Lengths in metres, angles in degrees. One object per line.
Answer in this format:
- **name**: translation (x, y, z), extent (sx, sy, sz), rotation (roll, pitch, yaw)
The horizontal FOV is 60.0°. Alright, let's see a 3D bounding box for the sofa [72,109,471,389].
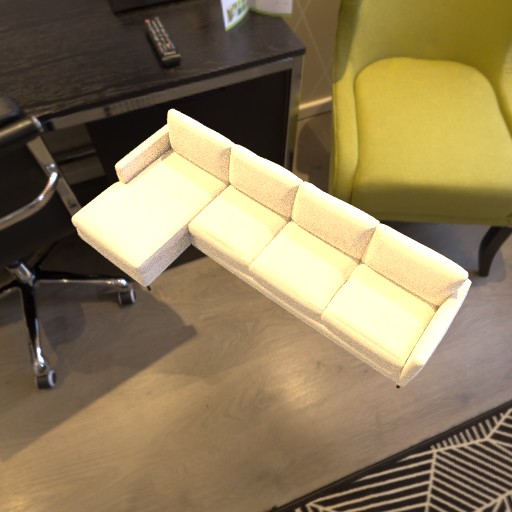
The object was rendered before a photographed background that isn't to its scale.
- **sofa**: translation (0.000, 0.000, 3.817), extent (3.186, 0.875, 1.467), rotation (33, 63, 19)
